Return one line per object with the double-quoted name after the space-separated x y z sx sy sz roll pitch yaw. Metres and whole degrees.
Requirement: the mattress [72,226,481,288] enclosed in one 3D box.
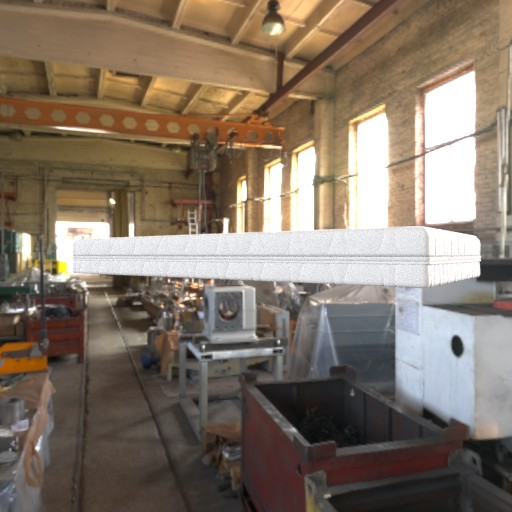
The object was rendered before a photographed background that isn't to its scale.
0.000 0.000 2.337 2.000 0.200 0.900 0 0 36 "mattress"
